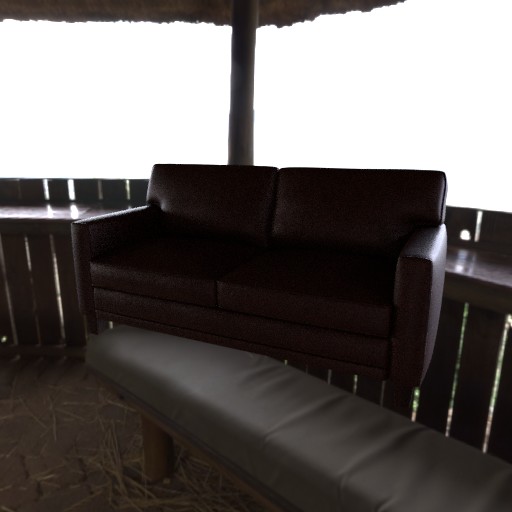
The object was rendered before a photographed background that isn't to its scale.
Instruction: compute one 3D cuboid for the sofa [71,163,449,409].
[{"bbox_3d":[0.000,0.000,2.391,1.876,0.928,0.912,7,16,24],"label":"sofa"}]
